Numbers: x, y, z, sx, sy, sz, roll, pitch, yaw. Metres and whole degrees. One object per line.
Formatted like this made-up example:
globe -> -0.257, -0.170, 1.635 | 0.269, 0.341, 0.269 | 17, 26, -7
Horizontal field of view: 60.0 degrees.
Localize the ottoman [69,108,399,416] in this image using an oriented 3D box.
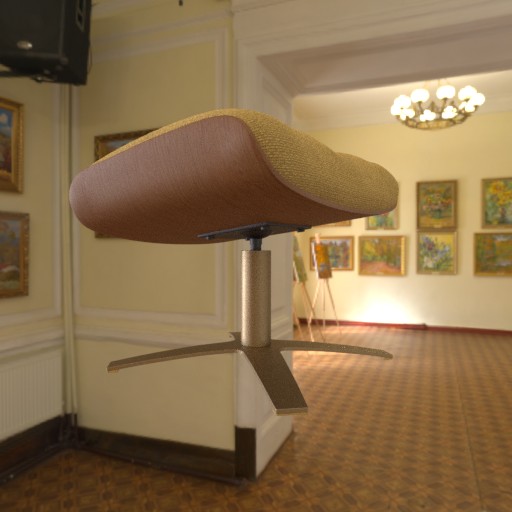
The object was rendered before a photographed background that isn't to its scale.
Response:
ottoman -> 0.000, 0.000, 0.806 | 0.394, 0.391, 0.520 | 1, 1, 35
